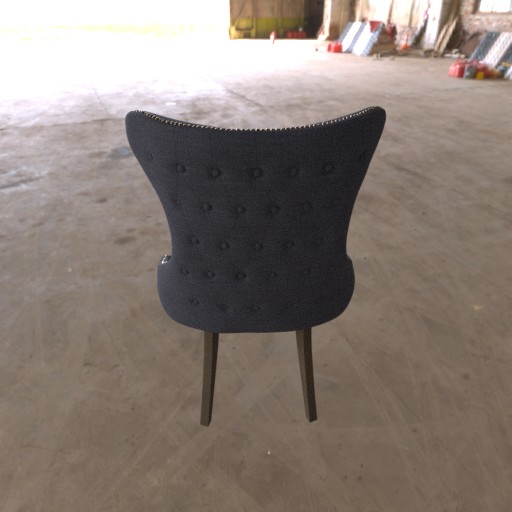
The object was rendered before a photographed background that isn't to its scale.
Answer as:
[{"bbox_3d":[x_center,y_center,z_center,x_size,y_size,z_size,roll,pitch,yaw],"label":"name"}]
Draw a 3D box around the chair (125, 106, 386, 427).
[{"bbox_3d":[0.000,0.000,1.376,0.628,0.967,0.635,-1,30,-2],"label":"chair"}]
